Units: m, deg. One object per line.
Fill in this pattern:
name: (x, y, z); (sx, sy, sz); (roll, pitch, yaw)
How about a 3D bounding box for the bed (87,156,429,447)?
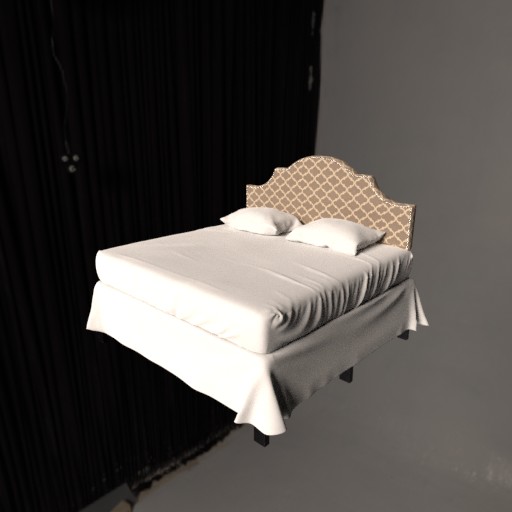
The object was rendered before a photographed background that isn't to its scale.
bed: (0.000, 0.000, 3.833); (2.314, 1.601, 2.222); (15, 22, 41)
